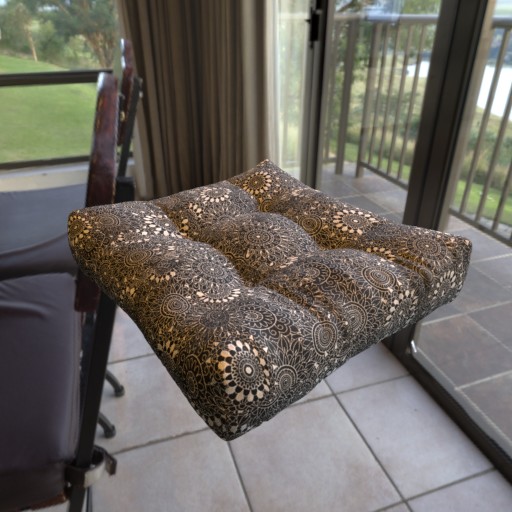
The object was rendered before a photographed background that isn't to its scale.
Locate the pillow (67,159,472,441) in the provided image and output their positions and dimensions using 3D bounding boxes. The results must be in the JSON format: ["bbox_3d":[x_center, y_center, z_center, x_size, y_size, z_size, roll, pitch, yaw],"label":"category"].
[{"bbox_3d":[0.000,0.000,0.717,0.468,0.128,0.490,-21,36,-32],"label":"pillow"}]
